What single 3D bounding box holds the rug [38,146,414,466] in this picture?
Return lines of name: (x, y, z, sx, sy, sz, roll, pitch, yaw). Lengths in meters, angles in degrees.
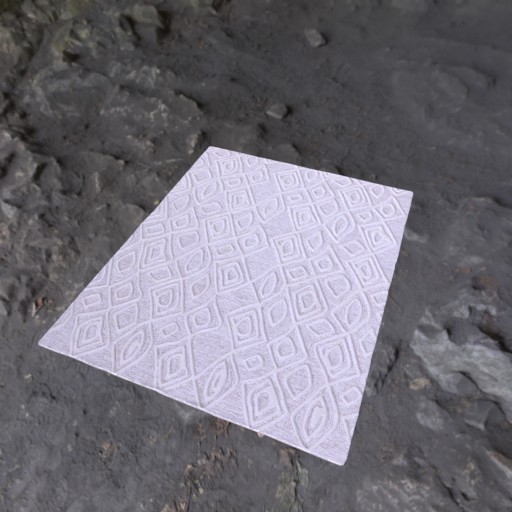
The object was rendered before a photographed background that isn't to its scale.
rug: (0.000, 0.000, 4.106, 2.449, 0.025, 3.049, 16, 48, 15)
